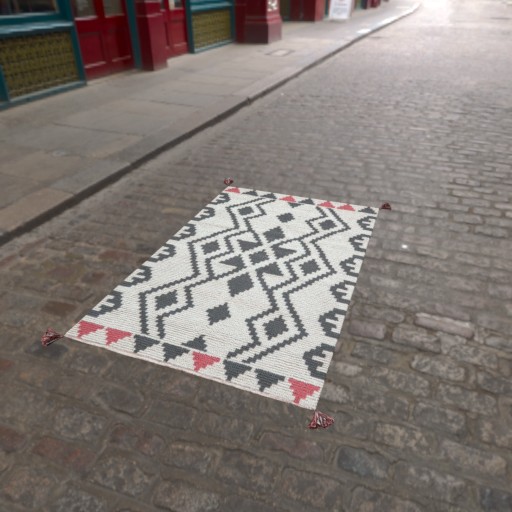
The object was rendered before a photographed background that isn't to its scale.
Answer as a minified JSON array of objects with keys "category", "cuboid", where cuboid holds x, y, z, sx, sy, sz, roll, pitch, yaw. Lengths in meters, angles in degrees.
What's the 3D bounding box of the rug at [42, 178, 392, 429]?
[{"category":"rug","cuboid":[0.000,0.000,3.347,1.741,0.066,2.672,11,33,17]}]
